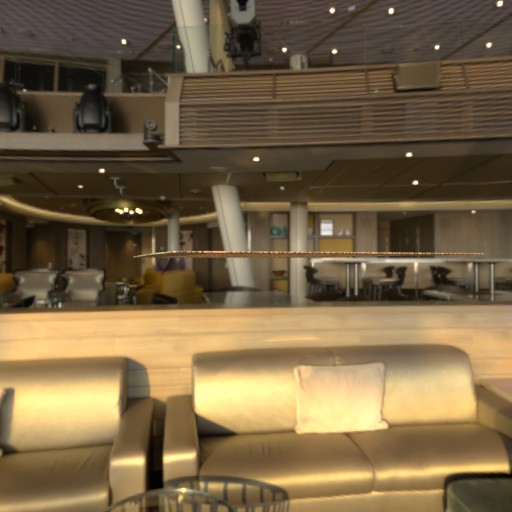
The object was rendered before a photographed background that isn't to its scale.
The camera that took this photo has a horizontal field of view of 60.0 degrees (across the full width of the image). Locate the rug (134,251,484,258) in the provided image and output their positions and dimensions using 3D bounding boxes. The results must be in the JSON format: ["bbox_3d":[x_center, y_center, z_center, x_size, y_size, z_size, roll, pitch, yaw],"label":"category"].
[{"bbox_3d":[0.000,0.000,3.027,1.521,0.006,2.435,0,-1,-18],"label":"rug"}]
